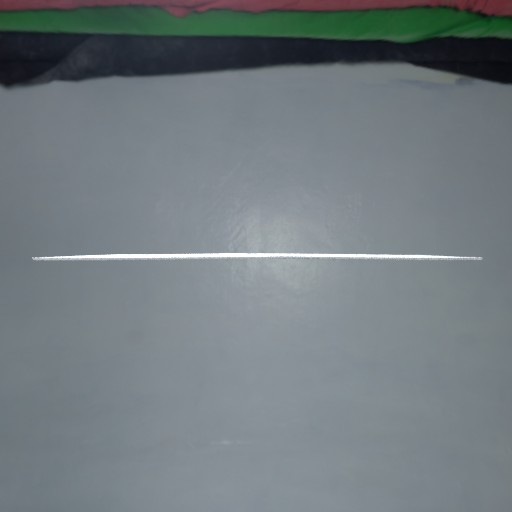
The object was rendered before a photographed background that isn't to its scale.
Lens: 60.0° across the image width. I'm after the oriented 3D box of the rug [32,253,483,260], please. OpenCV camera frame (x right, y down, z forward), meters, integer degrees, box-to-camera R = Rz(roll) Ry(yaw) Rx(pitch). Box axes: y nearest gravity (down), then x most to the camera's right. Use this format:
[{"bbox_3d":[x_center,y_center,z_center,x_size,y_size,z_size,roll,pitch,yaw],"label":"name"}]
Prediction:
[{"bbox_3d":[0.000,0.000,2.310,1.773,0.021,1.149,0,1,-2],"label":"rug"}]
